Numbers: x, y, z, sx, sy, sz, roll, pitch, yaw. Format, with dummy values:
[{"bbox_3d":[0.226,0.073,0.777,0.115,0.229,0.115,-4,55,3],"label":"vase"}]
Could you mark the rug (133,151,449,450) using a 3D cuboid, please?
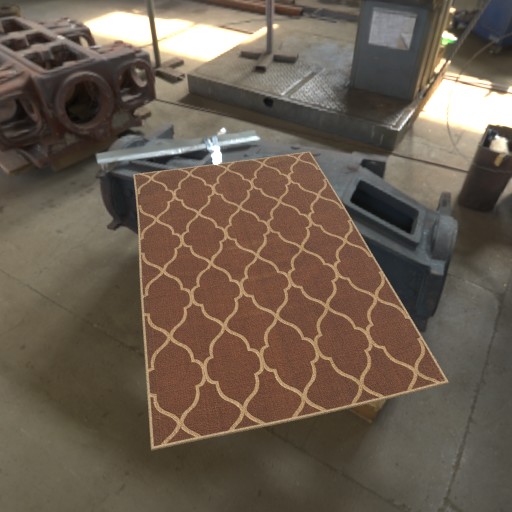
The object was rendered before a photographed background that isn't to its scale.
[{"bbox_3d":[0.000,0.000,2.950,1.526,0.014,2.290,-9,46,-9],"label":"rug"}]
